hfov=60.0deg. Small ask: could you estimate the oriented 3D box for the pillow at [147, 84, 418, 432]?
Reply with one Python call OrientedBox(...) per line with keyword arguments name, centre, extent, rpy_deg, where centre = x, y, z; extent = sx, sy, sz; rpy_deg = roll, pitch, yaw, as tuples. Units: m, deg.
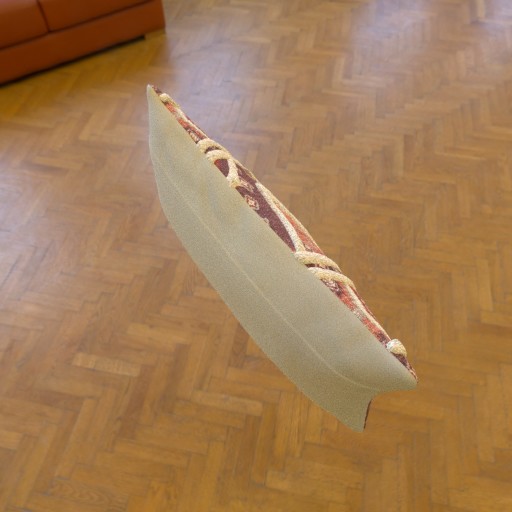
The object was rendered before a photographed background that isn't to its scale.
OrientedBox(name="pillow", centre=(0.000, 0.000, 0.717), extent=(0.161, 0.295, 0.608), rpy_deg=(-31, 62, -18))
